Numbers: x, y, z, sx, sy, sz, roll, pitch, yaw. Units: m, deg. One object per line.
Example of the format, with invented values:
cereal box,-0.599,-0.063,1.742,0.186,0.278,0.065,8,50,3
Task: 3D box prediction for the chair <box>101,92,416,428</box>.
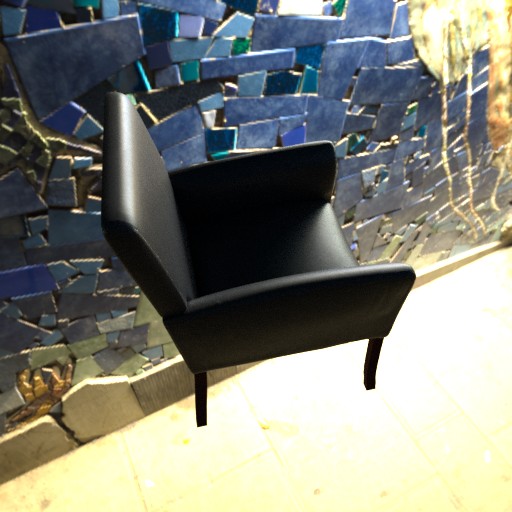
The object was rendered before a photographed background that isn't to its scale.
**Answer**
chair,0.000,0.000,1.482,0.772,0.951,0.683,-9,46,-9
